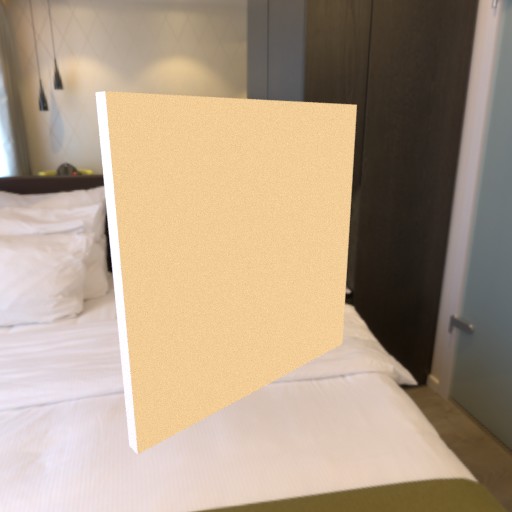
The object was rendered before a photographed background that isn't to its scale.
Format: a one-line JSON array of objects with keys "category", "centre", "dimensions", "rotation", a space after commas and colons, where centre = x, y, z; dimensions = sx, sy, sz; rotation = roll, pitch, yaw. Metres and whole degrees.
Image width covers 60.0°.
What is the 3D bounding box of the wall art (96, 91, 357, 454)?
[{"category": "wall art", "centre": [0.000, 0.000, 0.841], "dimensions": [0.559, 0.559, 0.028], "rotation": [-15, 22, -41]}]
